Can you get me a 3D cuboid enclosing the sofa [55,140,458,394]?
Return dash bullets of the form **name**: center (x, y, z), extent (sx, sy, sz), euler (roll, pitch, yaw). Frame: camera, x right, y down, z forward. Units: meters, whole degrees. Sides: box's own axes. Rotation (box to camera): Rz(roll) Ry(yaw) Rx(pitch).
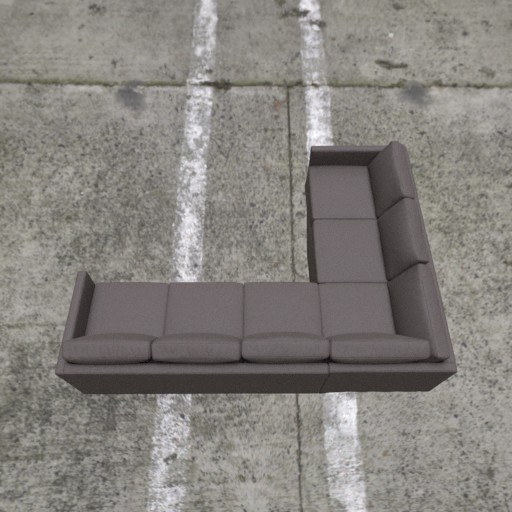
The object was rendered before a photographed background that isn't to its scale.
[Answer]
- **sofa**: center (0.000, 0.000, 4.286), extent (3.182, 0.871, 2.432), euler (0, 60, 0)
